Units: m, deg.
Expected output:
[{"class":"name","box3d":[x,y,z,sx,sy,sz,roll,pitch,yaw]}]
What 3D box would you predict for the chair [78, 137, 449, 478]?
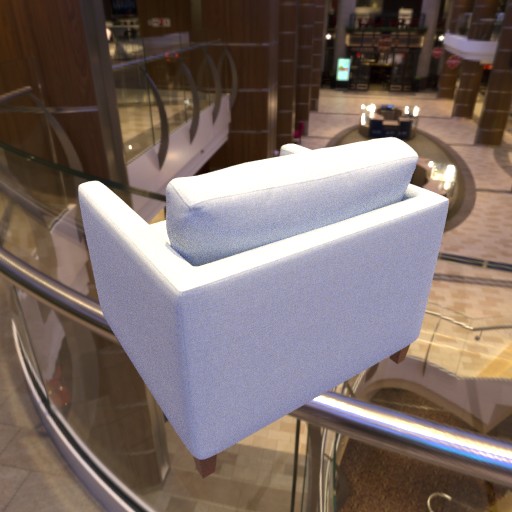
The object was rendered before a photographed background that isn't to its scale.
[{"class":"chair","box3d":[0.000,0.000,1.787,1.107,0.961,0.953,-18,34,-29]}]
